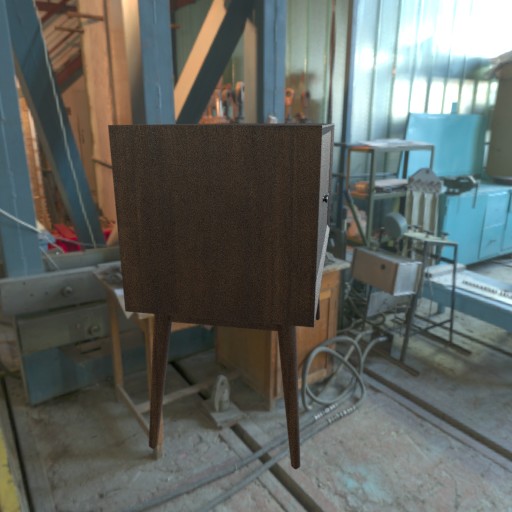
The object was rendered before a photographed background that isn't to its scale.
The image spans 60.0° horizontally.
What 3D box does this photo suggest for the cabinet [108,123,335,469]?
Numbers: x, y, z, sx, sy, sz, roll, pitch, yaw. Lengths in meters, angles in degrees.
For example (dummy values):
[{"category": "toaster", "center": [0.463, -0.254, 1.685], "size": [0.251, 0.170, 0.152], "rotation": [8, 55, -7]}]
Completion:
[{"category": "cabinet", "center": [0.000, 0.000, 1.146], "size": [0.354, 0.654, 0.743], "rotation": [3, 17, 11]}]
